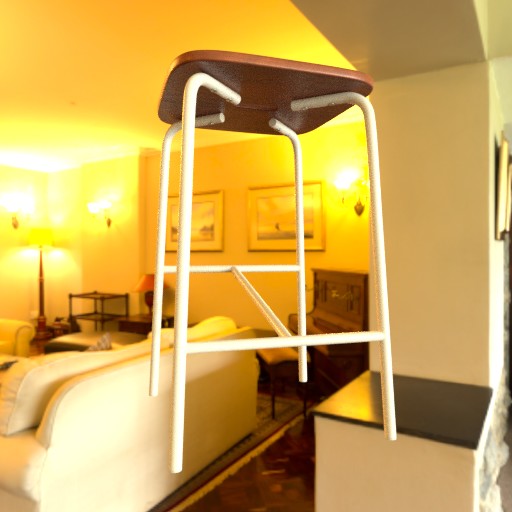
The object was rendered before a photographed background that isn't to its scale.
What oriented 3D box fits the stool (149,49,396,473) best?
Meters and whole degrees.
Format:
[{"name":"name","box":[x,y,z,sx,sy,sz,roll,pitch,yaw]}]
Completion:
[{"name":"stool","box":[0.000,0.000,0.857,0.376,0.610,0.376,0,0,-18]}]
